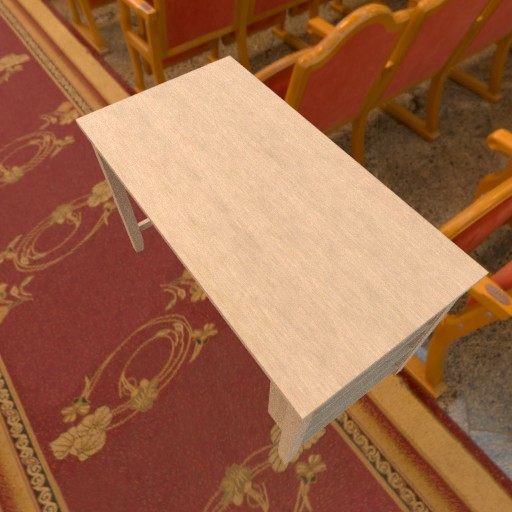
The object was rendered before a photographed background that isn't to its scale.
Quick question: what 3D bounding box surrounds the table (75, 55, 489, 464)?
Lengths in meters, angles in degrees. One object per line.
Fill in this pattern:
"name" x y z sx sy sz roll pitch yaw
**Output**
"table" 0.000 0.000 1.901 0.729 0.874 1.397 -31 62 -19
